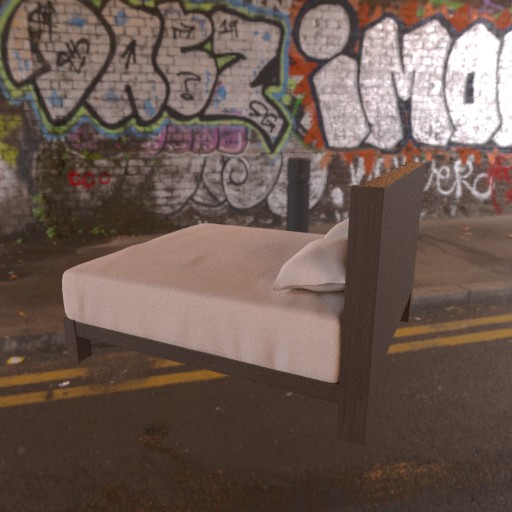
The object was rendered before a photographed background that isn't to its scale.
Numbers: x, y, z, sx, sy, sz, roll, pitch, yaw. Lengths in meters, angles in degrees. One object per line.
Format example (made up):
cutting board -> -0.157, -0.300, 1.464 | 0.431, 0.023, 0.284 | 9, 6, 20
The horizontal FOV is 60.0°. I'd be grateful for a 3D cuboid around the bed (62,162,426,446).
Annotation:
bed -> 0.000, 0.000, 3.156 | 1.992, 1.261, 1.735 | 7, 17, 25
